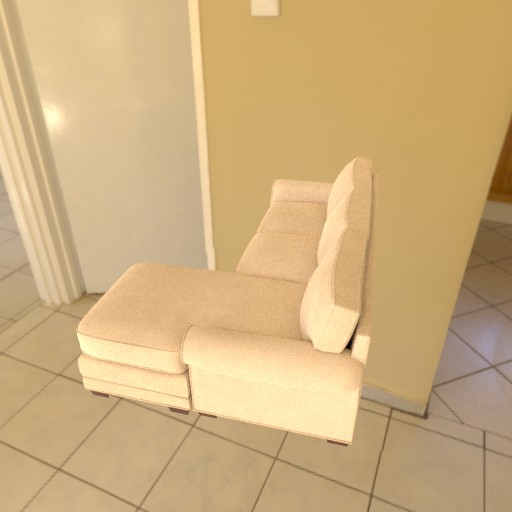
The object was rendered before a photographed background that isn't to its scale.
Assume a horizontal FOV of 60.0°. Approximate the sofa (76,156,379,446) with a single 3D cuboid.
[{"bbox_3d":[0.000,0.000,2.438,1.226,0.734,1.770,8,32,12],"label":"sofa"}]
